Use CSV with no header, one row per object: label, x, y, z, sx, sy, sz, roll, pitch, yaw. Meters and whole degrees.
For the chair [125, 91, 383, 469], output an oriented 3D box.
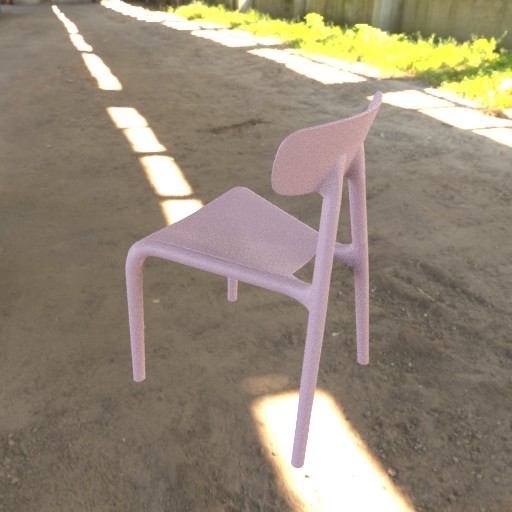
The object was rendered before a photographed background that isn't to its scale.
chair,0.000,0.000,0.823,0.401,0.580,0.356,20,37,28
